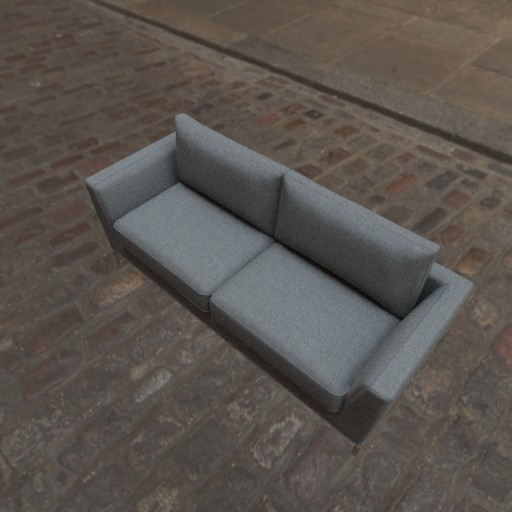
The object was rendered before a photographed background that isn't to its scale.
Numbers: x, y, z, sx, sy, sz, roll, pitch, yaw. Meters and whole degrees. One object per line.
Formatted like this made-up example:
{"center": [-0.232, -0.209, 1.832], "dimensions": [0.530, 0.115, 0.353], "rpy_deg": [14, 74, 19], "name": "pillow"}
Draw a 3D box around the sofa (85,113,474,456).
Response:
{"center": [0.000, 0.000, 2.691], "dimensions": [2.212, 1.002, 0.869], "rpy_deg": [33, 55, 27], "name": "sofa"}
